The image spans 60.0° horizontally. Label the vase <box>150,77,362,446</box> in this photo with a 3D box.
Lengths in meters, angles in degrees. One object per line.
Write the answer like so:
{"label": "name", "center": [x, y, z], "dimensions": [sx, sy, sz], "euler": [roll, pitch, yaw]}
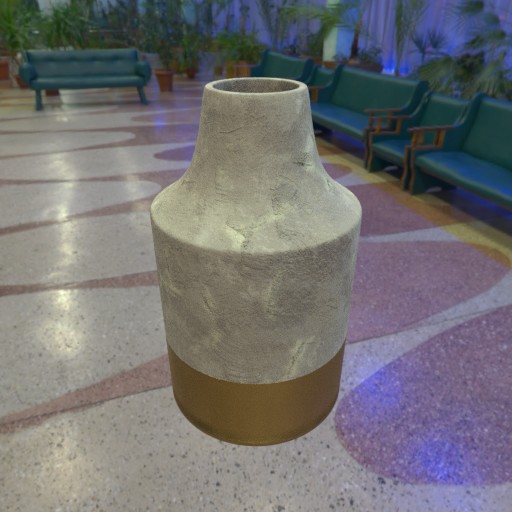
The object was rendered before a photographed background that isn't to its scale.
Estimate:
{"label": "vase", "center": [0.000, 0.000, 0.418], "dimensions": [0.184, 0.305, 0.184], "euler": [0, 30, 0]}
